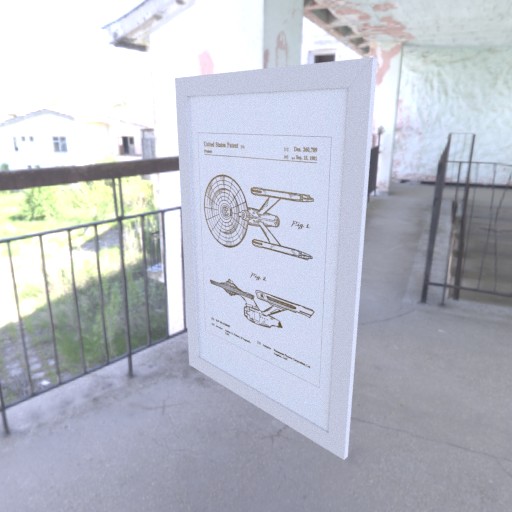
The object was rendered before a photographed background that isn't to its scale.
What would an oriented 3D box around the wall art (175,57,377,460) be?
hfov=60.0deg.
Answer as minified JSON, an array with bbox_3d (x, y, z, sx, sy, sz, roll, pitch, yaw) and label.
[{"bbox_3d":[0.000,0.000,0.847,0.454,0.659,0.011,16,24,42],"label":"wall art"}]
